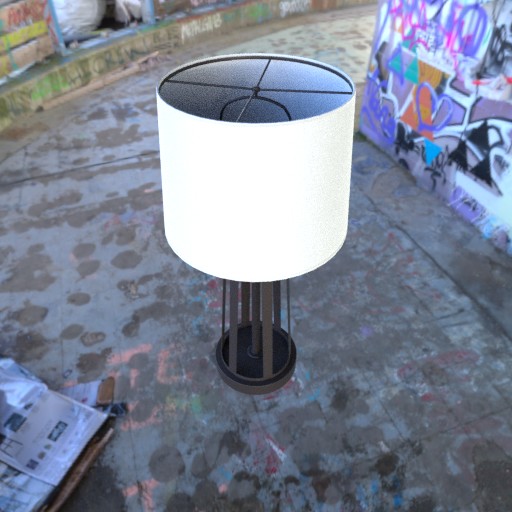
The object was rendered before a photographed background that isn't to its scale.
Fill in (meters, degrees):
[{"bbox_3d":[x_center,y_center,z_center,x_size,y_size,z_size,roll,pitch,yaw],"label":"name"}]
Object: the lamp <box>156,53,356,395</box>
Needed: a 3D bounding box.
[{"bbox_3d":[0.000,0.000,0.660,0.251,0.509,0.251,0,40,0],"label":"lamp"}]
